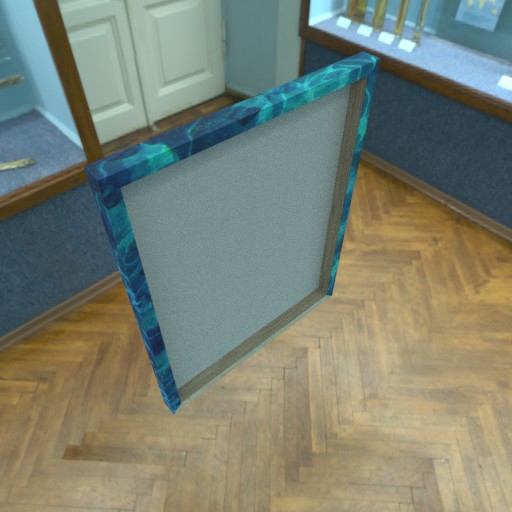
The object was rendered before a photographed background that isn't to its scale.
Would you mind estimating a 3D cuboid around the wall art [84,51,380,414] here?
[{"bbox_3d":[0.000,0.000,0.862,0.508,0.635,0.038,-32,55,-26],"label":"wall art"}]
